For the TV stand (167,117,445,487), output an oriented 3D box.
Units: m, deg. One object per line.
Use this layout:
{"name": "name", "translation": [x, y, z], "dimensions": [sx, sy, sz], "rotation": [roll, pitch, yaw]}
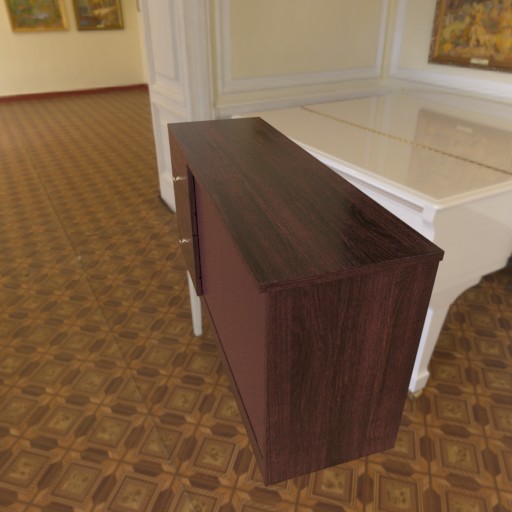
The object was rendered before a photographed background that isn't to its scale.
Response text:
{"name": "TV stand", "translation": [0.000, 0.000, 1.464], "dimensions": [0.404, 0.614, 1.192], "rotation": [-9, 31, -15]}
